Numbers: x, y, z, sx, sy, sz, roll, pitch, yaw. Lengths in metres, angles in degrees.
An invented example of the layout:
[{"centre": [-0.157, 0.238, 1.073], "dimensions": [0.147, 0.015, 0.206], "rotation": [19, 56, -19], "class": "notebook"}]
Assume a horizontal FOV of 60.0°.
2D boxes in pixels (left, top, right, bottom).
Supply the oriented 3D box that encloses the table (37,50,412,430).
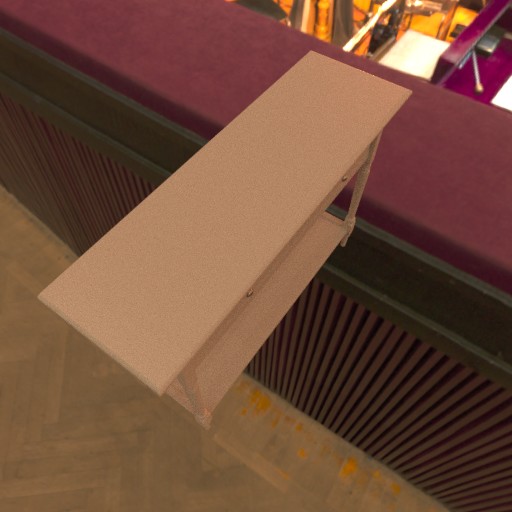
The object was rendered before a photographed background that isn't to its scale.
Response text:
[{"centre": [0.000, 0.000, 1.557], "dimensions": [0.384, 0.808, 1.197], "rotation": [31, 62, 19], "class": "table"}]
